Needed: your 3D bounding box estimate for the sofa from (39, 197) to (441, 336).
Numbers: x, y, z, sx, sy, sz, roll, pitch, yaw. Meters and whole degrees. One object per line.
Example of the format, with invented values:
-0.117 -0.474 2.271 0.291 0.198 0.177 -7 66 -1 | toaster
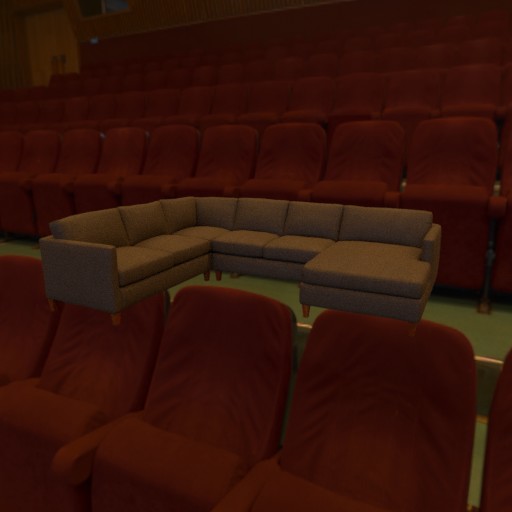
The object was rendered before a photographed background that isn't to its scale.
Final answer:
0.000 0.000 4.694 3.460 0.961 2.594 7 15 25 | sofa
